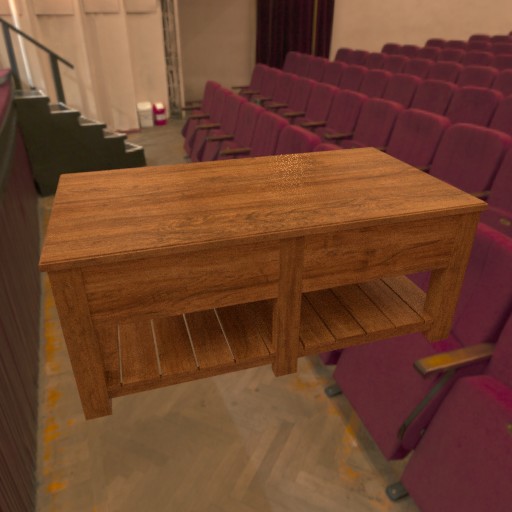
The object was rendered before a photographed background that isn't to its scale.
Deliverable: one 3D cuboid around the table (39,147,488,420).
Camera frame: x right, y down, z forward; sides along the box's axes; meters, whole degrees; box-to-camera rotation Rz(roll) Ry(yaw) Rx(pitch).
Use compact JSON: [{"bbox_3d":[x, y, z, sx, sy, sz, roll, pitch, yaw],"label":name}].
[{"bbox_3d":[0.000,0.000,1.456,1.150,0.480,0.635,-8,30,-15],"label":"table"}]
